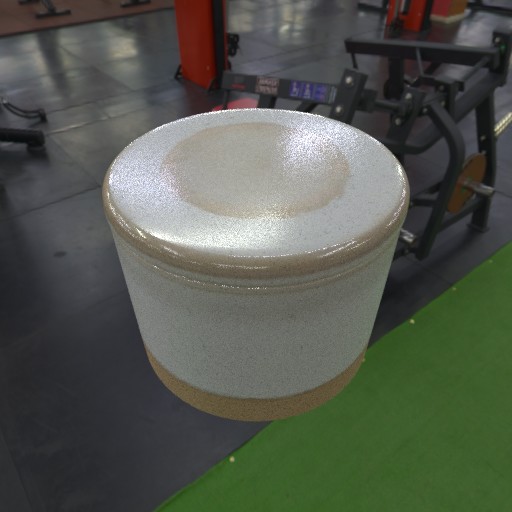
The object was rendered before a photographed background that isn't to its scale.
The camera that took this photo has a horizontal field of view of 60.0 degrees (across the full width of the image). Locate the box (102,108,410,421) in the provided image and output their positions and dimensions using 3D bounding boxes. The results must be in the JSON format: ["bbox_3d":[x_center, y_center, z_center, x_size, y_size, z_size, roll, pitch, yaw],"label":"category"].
[{"bbox_3d":[0.000,0.000,0.265,0.154,0.123,0.154,0,40,0],"label":"box"}]
